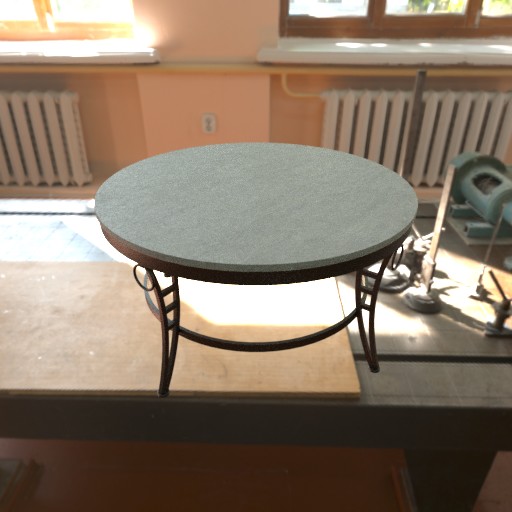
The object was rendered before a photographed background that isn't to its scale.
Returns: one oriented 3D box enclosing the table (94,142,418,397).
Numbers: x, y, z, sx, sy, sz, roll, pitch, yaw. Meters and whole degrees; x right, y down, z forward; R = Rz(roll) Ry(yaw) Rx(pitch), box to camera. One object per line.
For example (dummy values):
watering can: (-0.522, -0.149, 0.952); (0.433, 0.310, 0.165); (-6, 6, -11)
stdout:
table: (0.000, 0.000, 1.392); (0.889, 0.470, 0.889); (0, 30, 0)
